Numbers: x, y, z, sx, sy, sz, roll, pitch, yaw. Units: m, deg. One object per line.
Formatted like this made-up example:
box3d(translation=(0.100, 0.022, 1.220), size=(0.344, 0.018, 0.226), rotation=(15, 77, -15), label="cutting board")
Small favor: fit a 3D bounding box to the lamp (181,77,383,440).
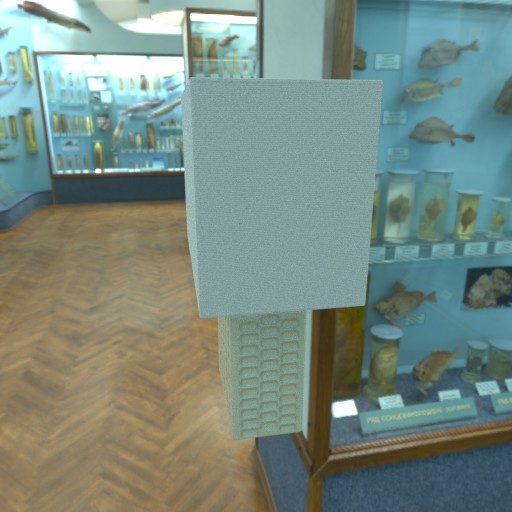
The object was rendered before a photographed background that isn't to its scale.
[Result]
box3d(translation=(0.000, 0.000, 0.696), size=(0.200, 0.515, 0.380), rotation=(-3, 17, -10), label="lamp")
